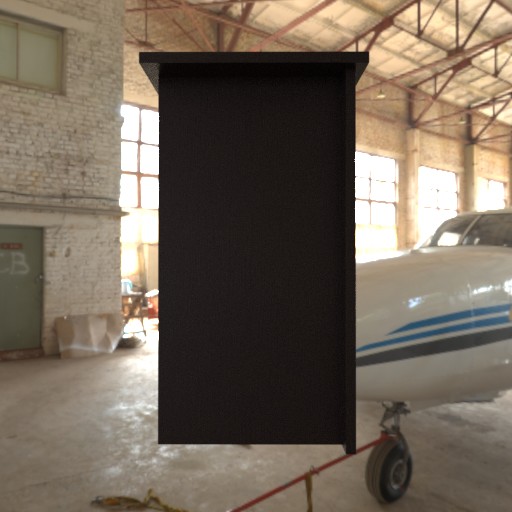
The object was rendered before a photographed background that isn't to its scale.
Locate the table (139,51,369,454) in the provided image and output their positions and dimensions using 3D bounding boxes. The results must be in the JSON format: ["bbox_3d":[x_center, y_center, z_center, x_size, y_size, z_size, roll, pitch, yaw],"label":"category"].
[{"bbox_3d":[0.000,0.000,1.067,0.408,0.711,0.589,0,0,0],"label":"table"}]
